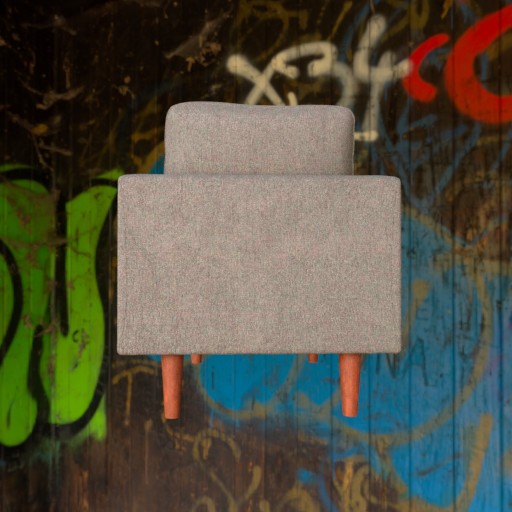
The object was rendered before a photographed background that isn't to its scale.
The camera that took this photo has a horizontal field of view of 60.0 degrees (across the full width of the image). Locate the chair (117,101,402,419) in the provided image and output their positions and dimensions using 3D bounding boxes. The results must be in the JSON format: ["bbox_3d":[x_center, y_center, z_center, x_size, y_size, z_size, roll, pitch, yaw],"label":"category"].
[{"bbox_3d":[0.000,0.000,1.699,0.858,0.957,0.899,0,-1,-2],"label":"chair"}]
